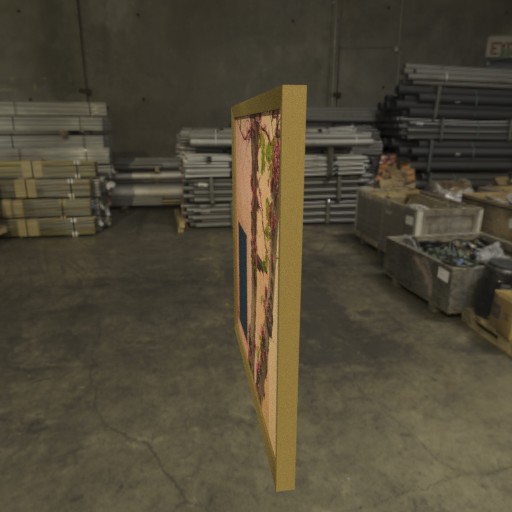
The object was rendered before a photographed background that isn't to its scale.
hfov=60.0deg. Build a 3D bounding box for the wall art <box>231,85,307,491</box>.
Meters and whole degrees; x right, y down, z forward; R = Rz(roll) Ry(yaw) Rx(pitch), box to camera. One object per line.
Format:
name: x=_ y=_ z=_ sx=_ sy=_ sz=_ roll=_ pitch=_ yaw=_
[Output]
wall art: x=0.000 y=0.000 z=1.145 sx=0.038 sy=0.762 sz=0.762 roll=-3 pitch=16 yaw=-9
